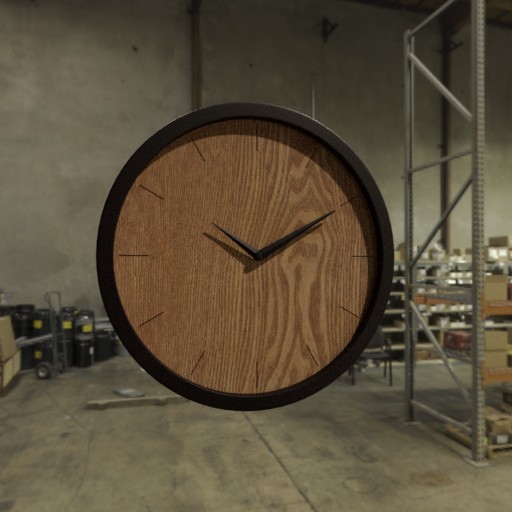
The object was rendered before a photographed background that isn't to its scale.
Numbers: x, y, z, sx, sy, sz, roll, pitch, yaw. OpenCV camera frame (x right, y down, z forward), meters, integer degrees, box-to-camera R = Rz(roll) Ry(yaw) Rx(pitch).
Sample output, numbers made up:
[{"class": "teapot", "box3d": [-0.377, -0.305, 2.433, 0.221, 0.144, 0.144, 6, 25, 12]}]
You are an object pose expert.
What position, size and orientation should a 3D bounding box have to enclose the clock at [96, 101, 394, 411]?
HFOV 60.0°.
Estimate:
[{"class": "clock", "box3d": [0.000, 0.000, 0.463, 0.314, 0.314, 0.029, 0, -1, -16]}]
